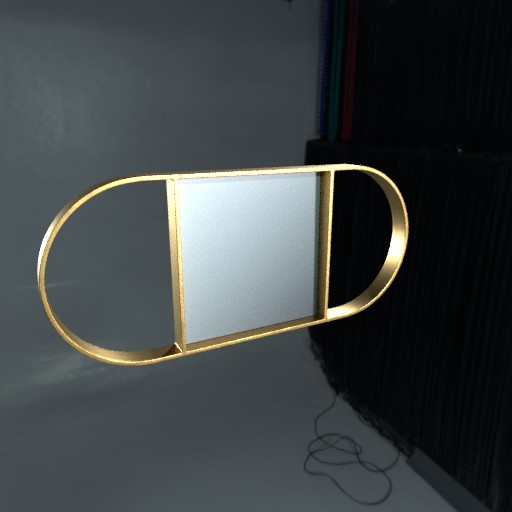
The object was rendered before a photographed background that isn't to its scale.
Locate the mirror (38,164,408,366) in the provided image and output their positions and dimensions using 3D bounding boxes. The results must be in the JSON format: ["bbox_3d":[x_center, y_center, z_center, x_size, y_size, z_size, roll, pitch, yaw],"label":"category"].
[{"bbox_3d":[0.000,0.000,0.658,0.584,0.254,0.032,-8,18,-26],"label":"mirror"}]
